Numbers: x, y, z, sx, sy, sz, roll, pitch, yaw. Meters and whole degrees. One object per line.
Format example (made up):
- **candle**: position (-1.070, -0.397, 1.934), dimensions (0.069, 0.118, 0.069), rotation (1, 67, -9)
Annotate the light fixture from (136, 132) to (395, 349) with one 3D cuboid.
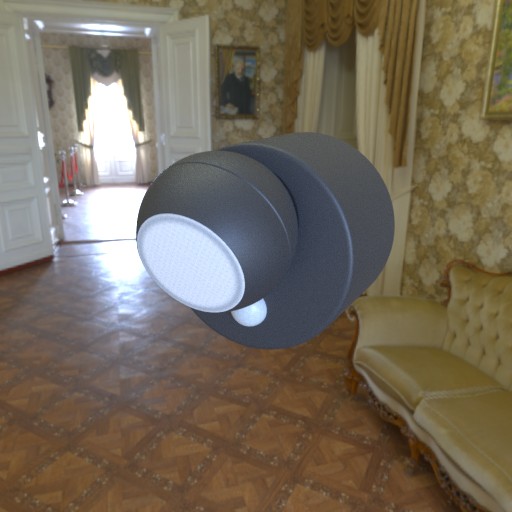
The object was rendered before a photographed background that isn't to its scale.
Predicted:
- **light fixture**: position (0.000, 0.000, 0.267), dimensions (0.134, 0.143, 0.160), rotation (8, 18, 26)
